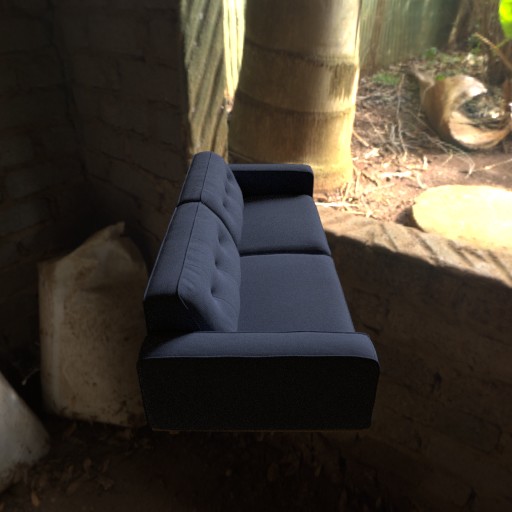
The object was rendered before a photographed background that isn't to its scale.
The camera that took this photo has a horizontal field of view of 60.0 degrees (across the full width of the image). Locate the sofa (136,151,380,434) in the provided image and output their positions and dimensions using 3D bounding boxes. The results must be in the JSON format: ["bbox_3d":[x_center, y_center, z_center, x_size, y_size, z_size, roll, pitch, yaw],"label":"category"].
[{"bbox_3d":[0.000,0.000,2.732,0.953,0.782,2.270,0,31,0],"label":"sofa"}]
